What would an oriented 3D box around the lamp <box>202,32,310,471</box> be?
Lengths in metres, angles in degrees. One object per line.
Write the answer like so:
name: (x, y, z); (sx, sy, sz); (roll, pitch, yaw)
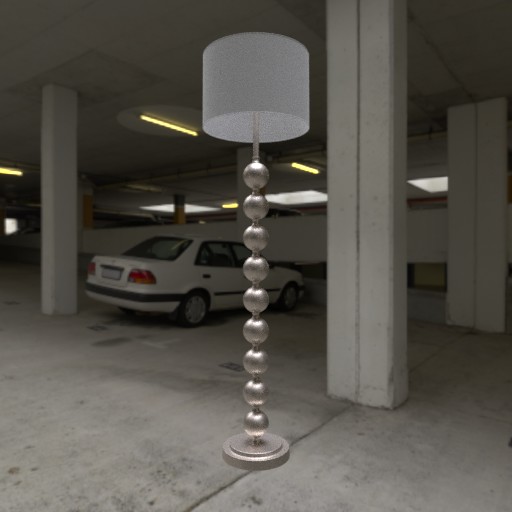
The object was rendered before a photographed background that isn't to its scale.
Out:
lamp: (0.000, 0.000, 1.644); (0.394, 1.474, 0.394); (0, 0, 36)
